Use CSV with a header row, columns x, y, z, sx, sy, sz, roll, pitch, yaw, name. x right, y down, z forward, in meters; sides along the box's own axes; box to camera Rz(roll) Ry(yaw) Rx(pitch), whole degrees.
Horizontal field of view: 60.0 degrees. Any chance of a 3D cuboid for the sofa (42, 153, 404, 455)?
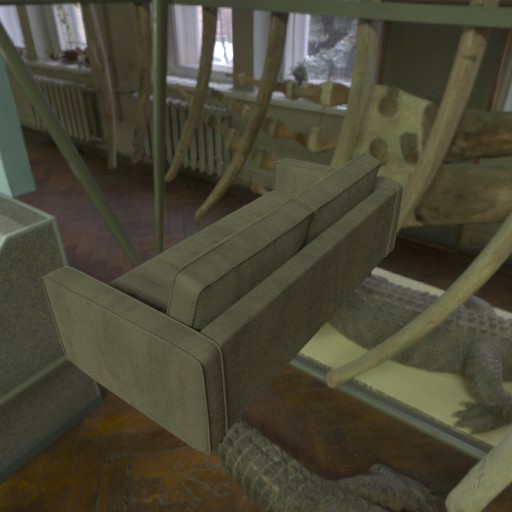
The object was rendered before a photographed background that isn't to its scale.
x,y,z,sx,sy,sz,roll,pitch,yaw,name
0.000,0.000,2.409,0.924,0.825,1.920,20,36,30,sofa
